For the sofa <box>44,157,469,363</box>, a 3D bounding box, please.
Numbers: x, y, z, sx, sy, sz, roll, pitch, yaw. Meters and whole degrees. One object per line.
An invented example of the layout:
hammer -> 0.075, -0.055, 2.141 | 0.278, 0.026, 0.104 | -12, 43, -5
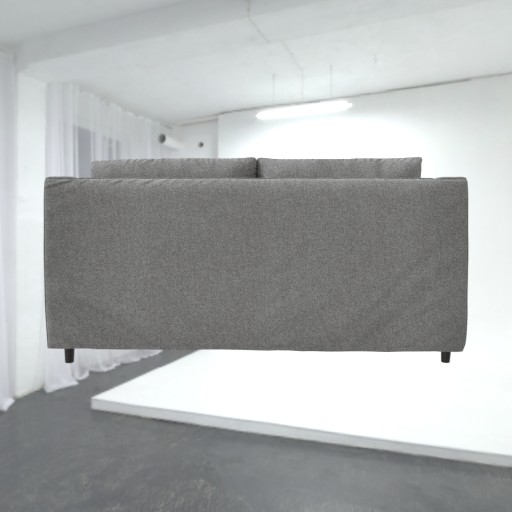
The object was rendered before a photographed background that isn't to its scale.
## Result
sofa -> 0.000, 0.000, 2.581 | 2.010, 1.018, 1.072 | 0, 0, 0
